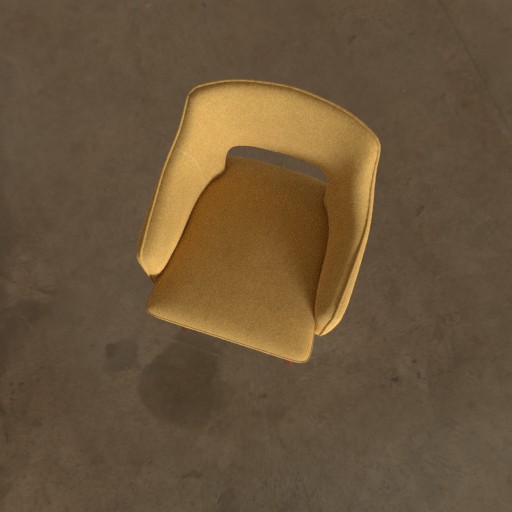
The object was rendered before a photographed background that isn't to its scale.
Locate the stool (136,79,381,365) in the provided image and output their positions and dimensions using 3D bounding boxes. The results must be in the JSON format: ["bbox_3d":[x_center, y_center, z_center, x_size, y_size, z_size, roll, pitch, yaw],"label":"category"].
[{"bbox_3d":[0.000,0.000,1.387,0.548,1.012,0.558,17,76,4],"label":"stool"}]
